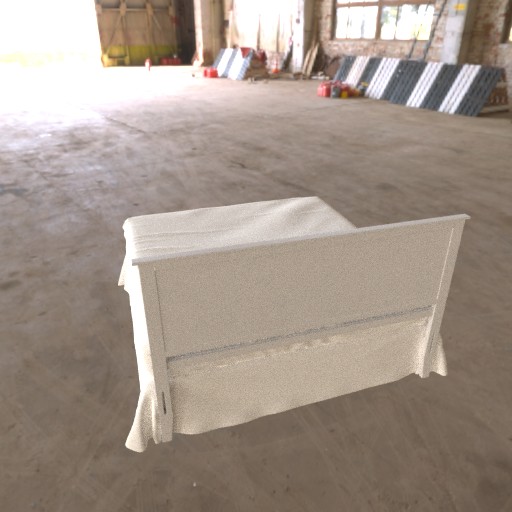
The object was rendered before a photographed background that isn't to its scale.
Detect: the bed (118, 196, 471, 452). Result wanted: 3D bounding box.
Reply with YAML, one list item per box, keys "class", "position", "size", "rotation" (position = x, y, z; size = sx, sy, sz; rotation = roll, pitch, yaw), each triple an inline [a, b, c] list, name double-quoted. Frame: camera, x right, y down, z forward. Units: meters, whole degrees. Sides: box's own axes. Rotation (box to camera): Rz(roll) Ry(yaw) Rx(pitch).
- class: "bed"
  position: [0.000, 0.000, 3.609]
  size: [2.317, 1.273, 2.215]
  rotation: [-8, 28, -15]
